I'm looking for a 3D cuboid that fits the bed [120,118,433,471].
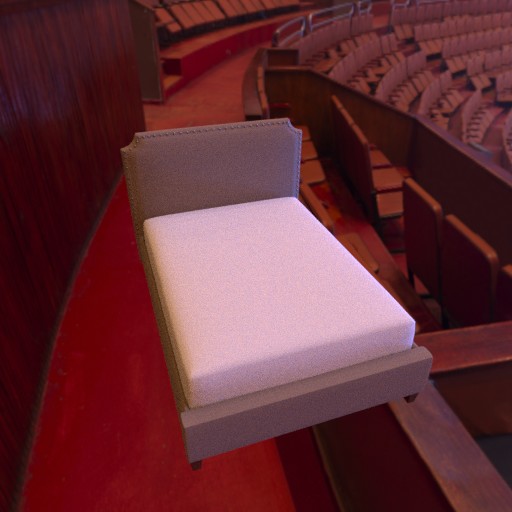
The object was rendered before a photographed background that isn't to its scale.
[{"bbox_3d":[0.000,0.000,3.504,1.713,1.443,2.372,-11,34,-16],"label":"bed"}]
